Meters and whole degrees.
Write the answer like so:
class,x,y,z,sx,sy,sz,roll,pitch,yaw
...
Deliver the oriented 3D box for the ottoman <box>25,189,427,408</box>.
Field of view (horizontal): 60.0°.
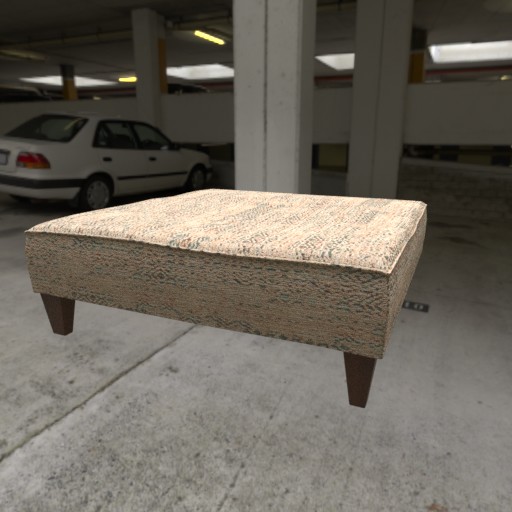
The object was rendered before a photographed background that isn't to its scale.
class,x,y,z,sx,sy,sz,roll,pitch,yaw
ottoman,0.000,0.000,1.492,1.004,0.356,0.968,7,17,23
